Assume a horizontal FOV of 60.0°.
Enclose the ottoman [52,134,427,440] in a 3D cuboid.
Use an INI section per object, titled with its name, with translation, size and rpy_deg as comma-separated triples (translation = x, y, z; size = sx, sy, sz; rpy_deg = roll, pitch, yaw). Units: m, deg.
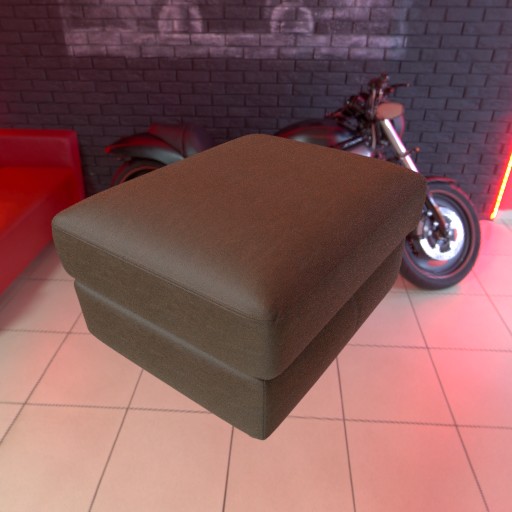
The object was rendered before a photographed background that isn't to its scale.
[ottoman]
translation = 0.000, 0.000, 1.195
size = 0.635, 0.508, 0.787
rpy_deg = 21, 37, 30
